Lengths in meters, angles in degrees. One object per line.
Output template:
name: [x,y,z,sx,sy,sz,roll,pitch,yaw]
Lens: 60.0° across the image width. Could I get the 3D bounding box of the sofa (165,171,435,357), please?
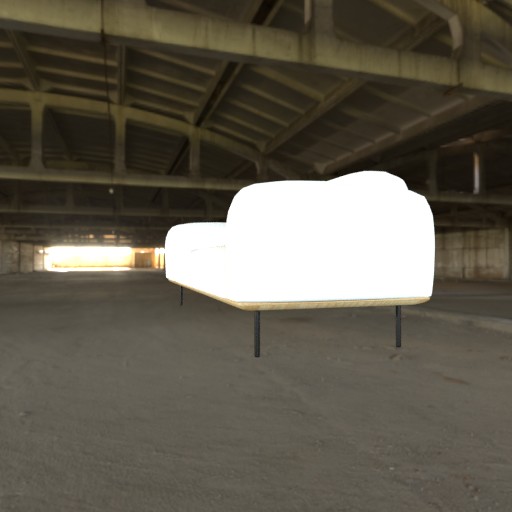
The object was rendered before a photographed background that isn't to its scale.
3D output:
sofa: [0.000,0.000,2.712,0.870,0.780,2.280,0,0,-18]
